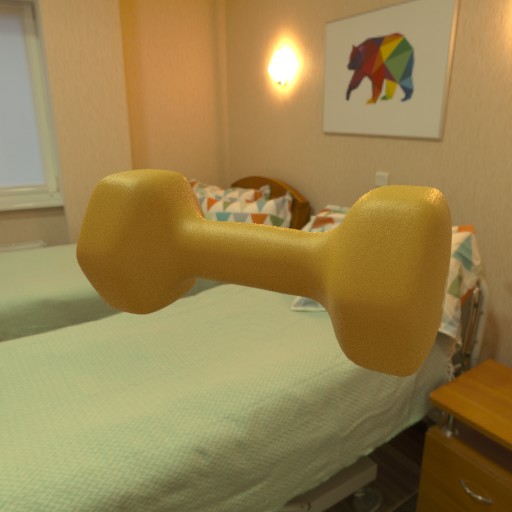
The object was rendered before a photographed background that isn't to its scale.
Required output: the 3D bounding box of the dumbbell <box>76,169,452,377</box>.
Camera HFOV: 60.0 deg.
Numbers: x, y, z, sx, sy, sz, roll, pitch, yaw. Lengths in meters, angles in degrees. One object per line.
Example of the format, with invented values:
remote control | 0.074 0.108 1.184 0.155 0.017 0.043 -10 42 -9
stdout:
dumbbell | 0.000 0.000 0.237 0.190 0.082 0.090 9 20 25
